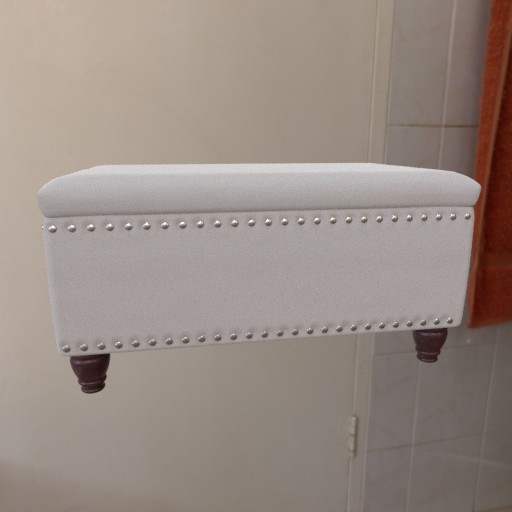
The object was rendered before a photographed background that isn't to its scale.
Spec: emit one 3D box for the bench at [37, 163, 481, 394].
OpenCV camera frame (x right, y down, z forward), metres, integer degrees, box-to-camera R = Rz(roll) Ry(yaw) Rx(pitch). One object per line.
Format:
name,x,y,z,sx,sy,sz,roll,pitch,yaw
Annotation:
bench,0.000,0.000,1.143,0.887,0.449,0.500,-2,14,-10
